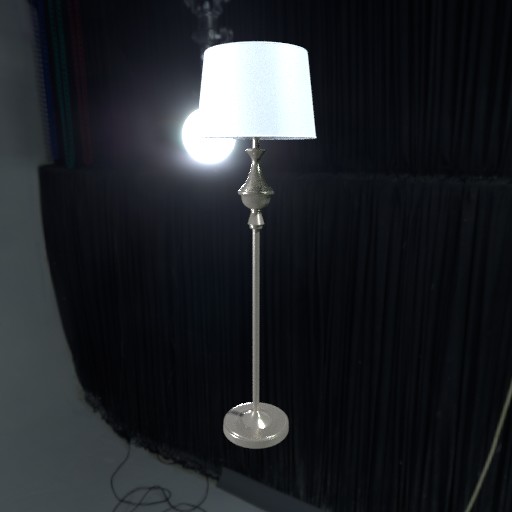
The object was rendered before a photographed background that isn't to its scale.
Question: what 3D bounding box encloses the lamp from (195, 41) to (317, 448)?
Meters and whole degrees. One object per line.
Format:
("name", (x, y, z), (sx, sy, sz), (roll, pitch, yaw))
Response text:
("lamp", (0.000, 0.000, 1.695), (0.431, 1.488, 0.431), (0, 14, 0))
